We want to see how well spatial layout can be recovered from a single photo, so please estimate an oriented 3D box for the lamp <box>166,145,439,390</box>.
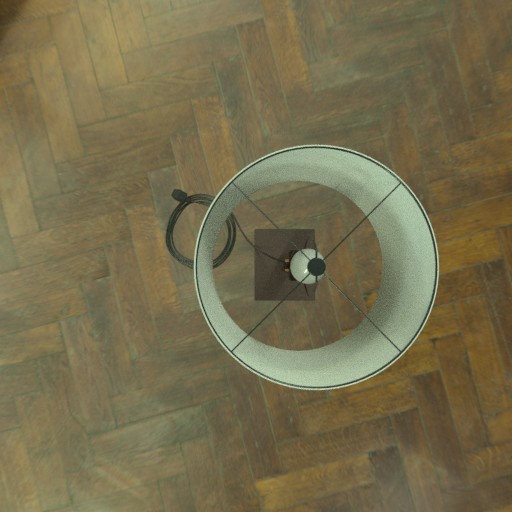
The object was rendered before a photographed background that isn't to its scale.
[{"bbox_3d":[0.000,0.000,0.972,0.525,0.668,0.396,0,89,0],"label":"lamp"}]
